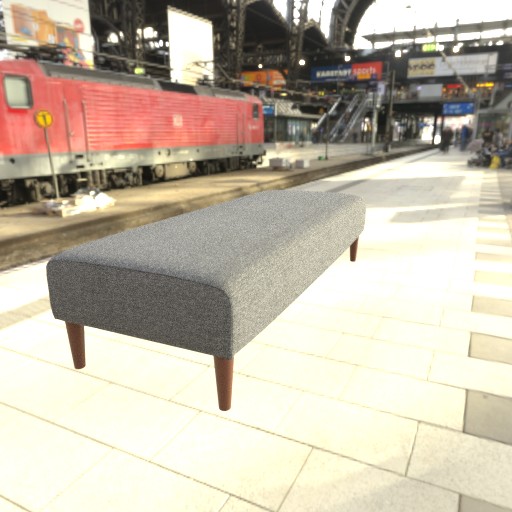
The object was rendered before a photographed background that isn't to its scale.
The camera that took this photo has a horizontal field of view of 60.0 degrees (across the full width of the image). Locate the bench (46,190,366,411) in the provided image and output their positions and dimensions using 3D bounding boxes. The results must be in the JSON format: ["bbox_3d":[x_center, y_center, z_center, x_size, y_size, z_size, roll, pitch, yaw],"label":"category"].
[{"bbox_3d":[0.000,0.000,1.869,0.631,0.384,1.598,7,17,24],"label":"bench"}]
